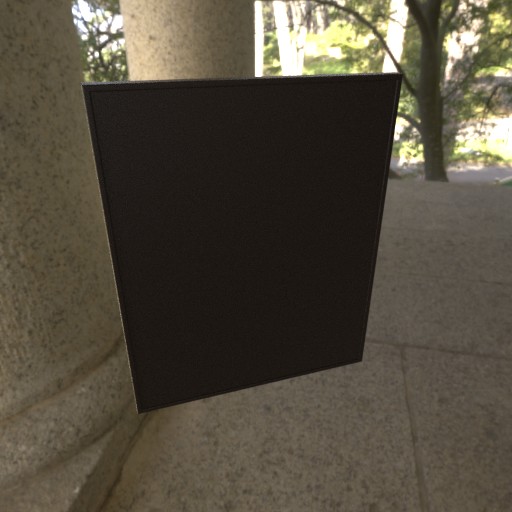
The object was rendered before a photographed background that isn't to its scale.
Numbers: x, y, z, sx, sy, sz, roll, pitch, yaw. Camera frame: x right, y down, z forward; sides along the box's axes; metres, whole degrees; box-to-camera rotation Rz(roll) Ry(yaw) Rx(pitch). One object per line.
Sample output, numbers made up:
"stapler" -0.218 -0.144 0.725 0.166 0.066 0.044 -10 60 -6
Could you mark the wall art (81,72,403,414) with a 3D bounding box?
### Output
"wall art" 0.000 0.000 0.734 0.451 0.551 0.028 -9 29 -16
